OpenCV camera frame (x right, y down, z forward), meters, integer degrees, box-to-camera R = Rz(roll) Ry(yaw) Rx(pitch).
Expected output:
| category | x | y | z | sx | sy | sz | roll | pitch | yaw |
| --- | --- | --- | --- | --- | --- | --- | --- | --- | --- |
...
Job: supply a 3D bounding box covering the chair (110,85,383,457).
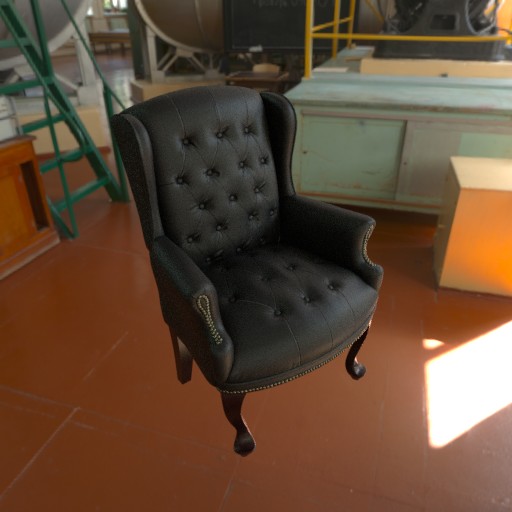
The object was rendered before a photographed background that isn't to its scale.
| category | x | y | z | sx | sy | sz | roll | pitch | yaw |
| --- | --- | --- | --- | --- | --- | --- | --- | --- | --- |
| chair | 0.000 | 0.000 | 1.674 | 0.831 | 1.133 | 0.822 | -21 | 36 | -32 |
